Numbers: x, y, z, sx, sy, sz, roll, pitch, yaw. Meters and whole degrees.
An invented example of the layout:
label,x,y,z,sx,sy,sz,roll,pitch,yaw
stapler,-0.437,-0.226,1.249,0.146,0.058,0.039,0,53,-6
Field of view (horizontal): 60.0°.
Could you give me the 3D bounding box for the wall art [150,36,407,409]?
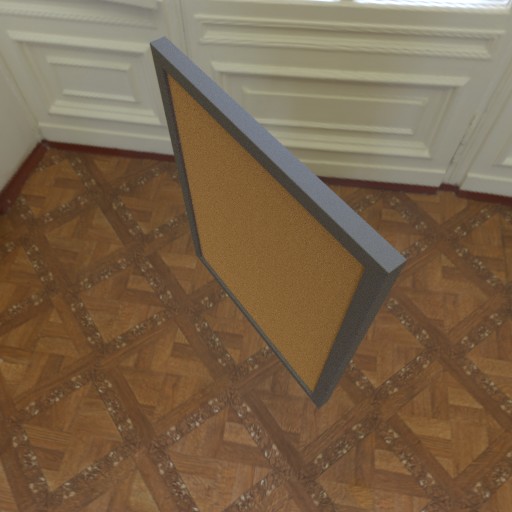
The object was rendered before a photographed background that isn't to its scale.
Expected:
label,x,y,z,sx,sy,sz,roll,pitch,yaw
wall art,0.000,0.000,0.759,0.029,0.558,0.458,-32,64,-18
